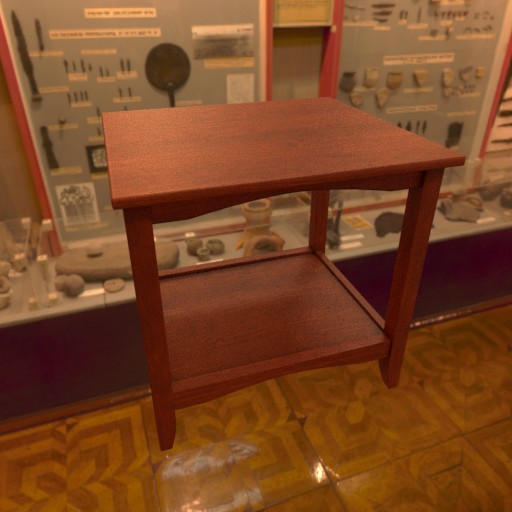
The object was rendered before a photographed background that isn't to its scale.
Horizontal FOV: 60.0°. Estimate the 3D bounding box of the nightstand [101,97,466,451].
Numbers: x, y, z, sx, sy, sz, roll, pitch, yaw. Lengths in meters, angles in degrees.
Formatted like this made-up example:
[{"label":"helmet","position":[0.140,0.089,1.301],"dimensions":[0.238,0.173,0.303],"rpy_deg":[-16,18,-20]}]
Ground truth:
[{"label":"nightstand","position":[0.000,0.000,0.993],"dimensions":[0.558,0.558,0.501],"rpy_deg":[-10,32,-15]}]
